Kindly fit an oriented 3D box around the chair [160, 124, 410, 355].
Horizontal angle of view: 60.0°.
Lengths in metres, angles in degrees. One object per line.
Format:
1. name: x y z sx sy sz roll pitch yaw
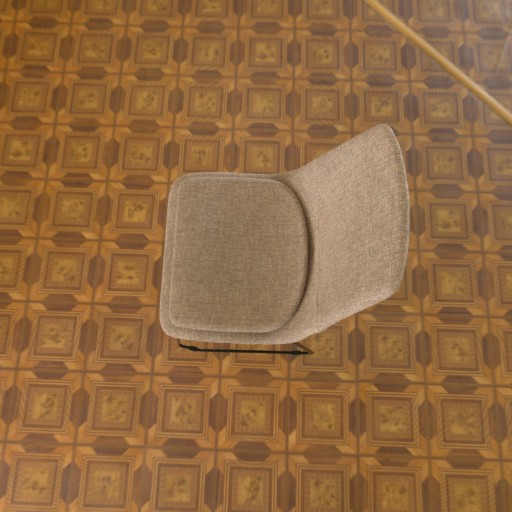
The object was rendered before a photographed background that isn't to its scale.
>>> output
1. chair: 0.000 0.000 1.153 0.518 0.858 0.479 2 76 0
